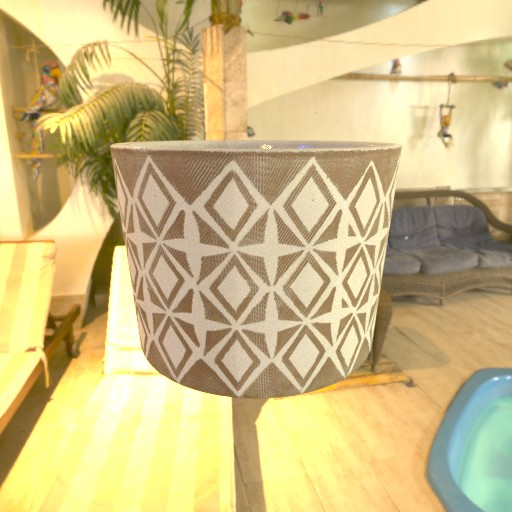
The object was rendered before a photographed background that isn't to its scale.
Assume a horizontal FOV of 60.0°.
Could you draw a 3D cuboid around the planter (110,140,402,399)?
[{"bbox_3d":[0.000,0.000,0.445,0.260,0.220,0.260,0,16,0],"label":"planter"}]
